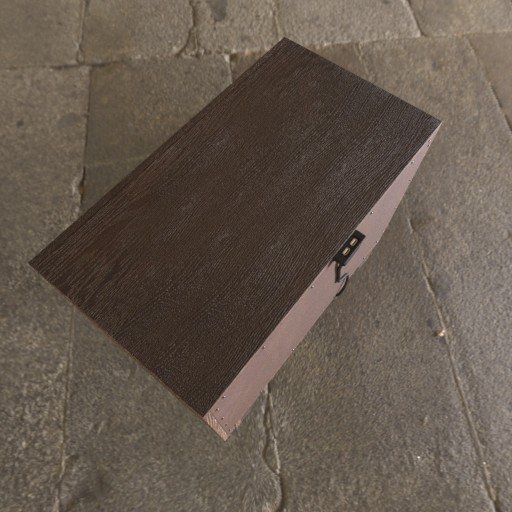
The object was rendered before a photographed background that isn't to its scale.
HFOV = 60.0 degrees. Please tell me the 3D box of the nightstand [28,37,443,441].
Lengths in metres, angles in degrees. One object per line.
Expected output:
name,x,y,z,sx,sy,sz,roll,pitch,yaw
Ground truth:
nightstand,0.000,0.000,1.152,0.457,0.612,0.775,36,69,16
